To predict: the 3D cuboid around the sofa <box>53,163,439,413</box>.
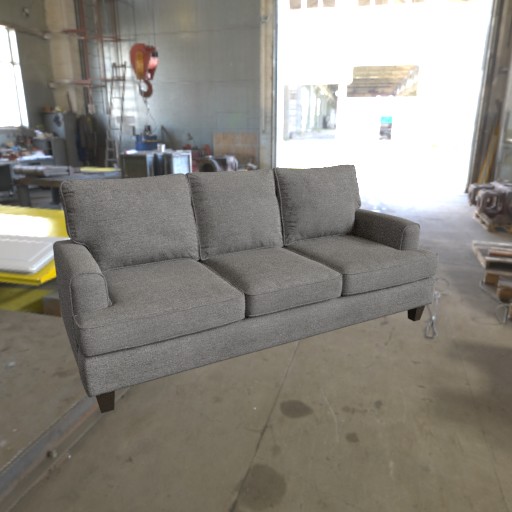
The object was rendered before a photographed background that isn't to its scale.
[{"bbox_3d":[0.000,0.000,2.655,2.158,0.965,0.951,-9,19,-28],"label":"sofa"}]
